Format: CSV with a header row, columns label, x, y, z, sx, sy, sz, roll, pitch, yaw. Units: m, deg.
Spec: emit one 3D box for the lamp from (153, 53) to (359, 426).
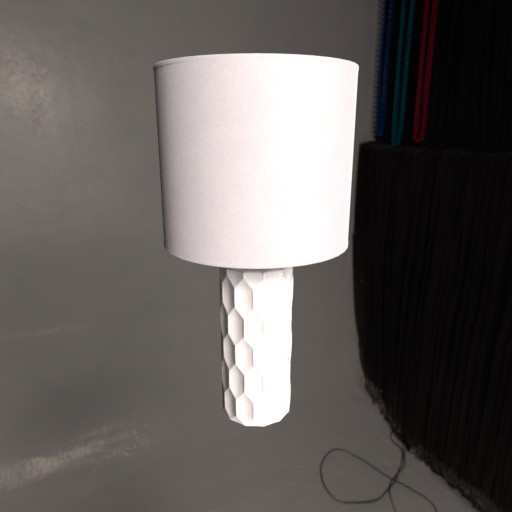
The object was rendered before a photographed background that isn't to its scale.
label,x,y,z,sx,sy,sz,roll,pitch,yaw
lamp,0.000,0.000,0.685,0.277,0.537,0.277,-8,18,-26
